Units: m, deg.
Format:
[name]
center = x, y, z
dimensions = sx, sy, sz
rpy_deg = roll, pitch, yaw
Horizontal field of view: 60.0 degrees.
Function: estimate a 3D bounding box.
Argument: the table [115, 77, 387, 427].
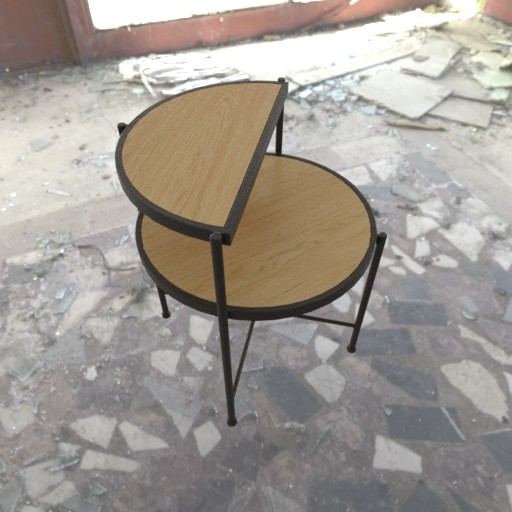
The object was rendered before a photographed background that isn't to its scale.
[table]
center = 0.000, 0.000, 1.161
dimensions = 0.628, 0.684, 0.629
rpy_deg = 9, 46, 9
